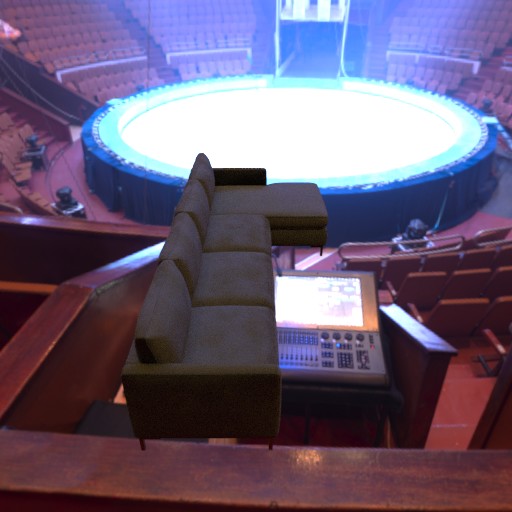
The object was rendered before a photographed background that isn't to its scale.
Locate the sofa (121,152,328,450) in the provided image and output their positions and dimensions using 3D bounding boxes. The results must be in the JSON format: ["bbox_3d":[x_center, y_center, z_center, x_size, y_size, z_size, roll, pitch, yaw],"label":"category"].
[{"bbox_3d":[0.000,0.000,3.246,1.255,0.756,2.725,0,31,0],"label":"sofa"}]
